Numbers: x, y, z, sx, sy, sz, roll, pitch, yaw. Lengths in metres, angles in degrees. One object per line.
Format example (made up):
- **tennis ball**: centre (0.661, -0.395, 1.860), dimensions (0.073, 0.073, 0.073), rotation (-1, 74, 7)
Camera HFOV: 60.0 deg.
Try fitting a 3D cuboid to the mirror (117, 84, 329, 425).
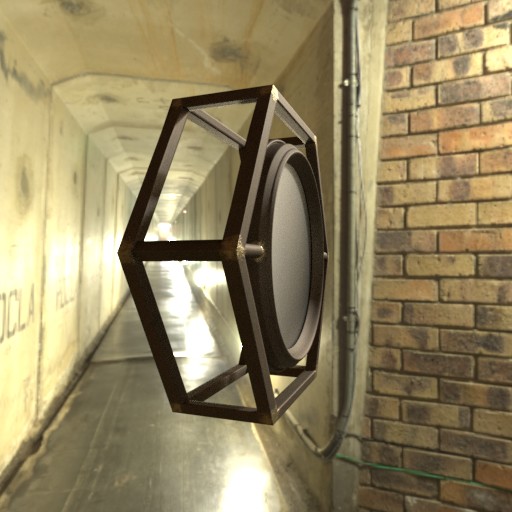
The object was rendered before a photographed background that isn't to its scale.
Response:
- **mirror**: centre (0.000, 0.000, 0.543), dimensions (0.119, 0.334, 0.380), rotation (0, -1, 20)
